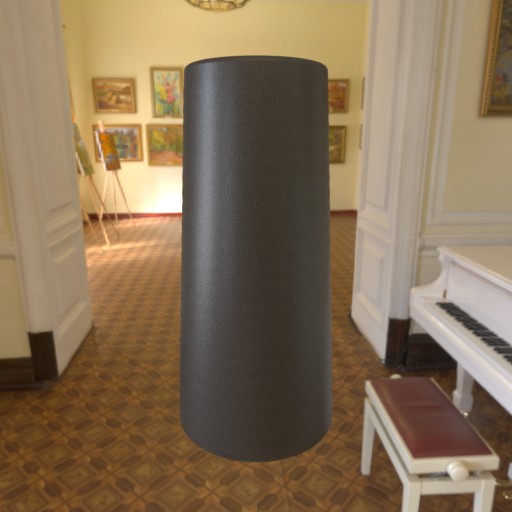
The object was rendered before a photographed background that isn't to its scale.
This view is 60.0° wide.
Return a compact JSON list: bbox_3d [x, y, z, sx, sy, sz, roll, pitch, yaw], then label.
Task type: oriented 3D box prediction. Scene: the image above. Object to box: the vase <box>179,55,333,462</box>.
[{"bbox_3d":[0.000,0.000,0.365,0.136,0.289,0.136,2,15,8],"label":"vase"}]
